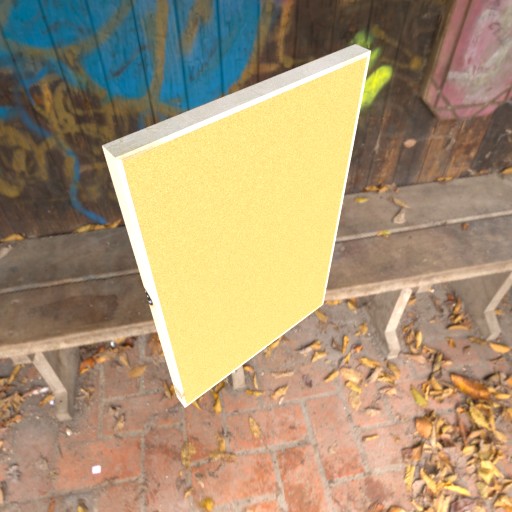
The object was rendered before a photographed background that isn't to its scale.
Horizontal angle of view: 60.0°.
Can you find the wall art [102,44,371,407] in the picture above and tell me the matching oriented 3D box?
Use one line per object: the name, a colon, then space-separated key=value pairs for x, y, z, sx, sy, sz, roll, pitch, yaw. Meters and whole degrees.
wall art: x=0.000 y=0.000 z=0.975 sx=0.508 sy=0.764 sz=0.038 roll=-32 pitch=55 yaw=-26
